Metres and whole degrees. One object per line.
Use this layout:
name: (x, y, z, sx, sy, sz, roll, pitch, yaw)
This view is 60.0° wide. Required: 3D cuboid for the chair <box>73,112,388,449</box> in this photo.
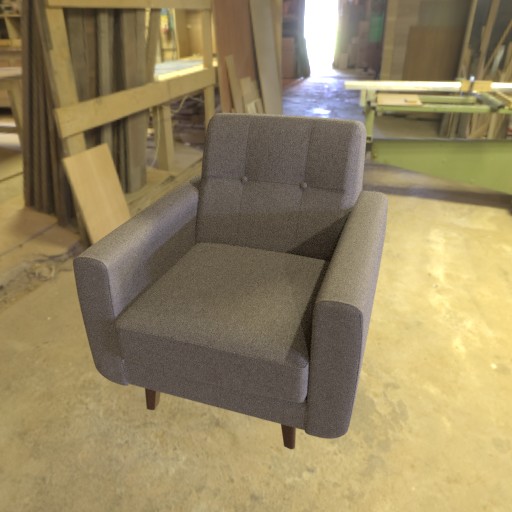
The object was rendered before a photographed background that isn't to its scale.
chair: (0.000, 0.000, 1.550, 0.831, 0.839, 0.907, 9, 29, 16)
